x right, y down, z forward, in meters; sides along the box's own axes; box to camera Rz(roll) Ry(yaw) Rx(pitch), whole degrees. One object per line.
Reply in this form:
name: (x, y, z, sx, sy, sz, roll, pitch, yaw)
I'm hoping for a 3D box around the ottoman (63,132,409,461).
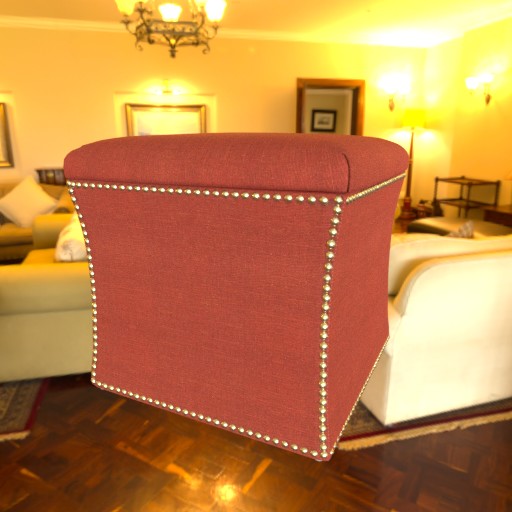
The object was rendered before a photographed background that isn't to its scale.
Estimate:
ottoman: (0.000, 0.000, 0.885, 0.507, 0.475, 0.497, 7, 17, 26)
